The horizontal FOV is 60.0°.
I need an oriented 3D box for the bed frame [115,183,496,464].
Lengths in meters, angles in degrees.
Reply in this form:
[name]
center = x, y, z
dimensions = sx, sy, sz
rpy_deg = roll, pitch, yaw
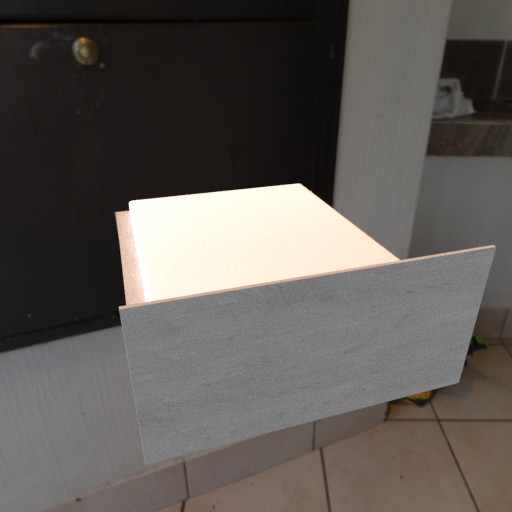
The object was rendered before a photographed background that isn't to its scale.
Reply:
[bed frame]
center = 0.000, 0.000, 2.767
dimensions = 1.622, 0.800, 1.960
rpy_deg = -8, 28, -16
